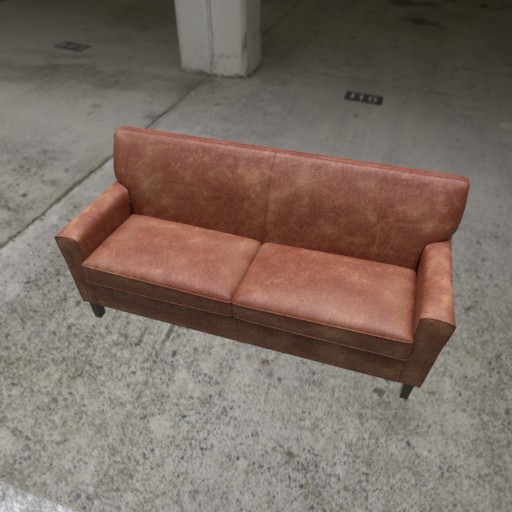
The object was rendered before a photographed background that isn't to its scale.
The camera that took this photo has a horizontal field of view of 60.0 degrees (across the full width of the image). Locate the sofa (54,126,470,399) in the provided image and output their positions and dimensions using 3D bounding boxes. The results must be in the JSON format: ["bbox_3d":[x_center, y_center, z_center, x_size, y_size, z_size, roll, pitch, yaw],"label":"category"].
[{"bbox_3d":[0.000,0.000,2.505,2.053,0.947,0.805,12,42,13],"label":"sofa"}]
